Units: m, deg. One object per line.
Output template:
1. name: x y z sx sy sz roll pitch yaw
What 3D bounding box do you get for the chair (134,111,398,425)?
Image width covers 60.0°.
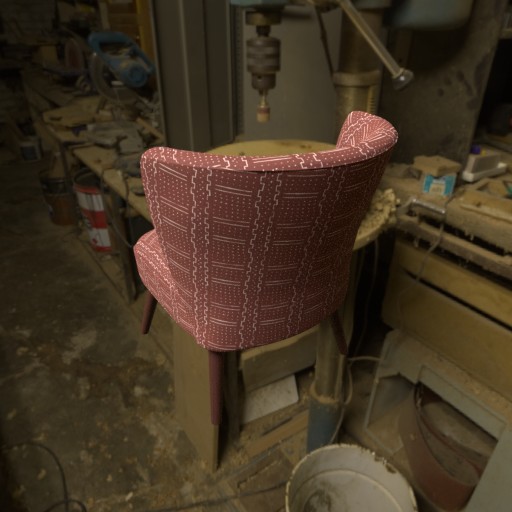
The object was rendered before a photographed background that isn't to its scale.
1. chair: 0.000 0.000 1.407 0.706 0.866 0.758 -19 36 -29
